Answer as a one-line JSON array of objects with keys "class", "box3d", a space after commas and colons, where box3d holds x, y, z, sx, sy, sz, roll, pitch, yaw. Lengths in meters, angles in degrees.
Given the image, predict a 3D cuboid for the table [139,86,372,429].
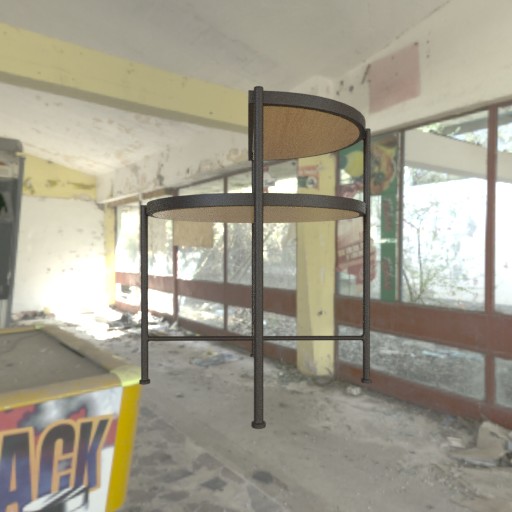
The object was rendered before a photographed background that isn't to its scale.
[{"class": "table", "box3d": [0.000, 0.000, 1.195, 0.628, 0.684, 0.629, 0, 1, -1]}]
